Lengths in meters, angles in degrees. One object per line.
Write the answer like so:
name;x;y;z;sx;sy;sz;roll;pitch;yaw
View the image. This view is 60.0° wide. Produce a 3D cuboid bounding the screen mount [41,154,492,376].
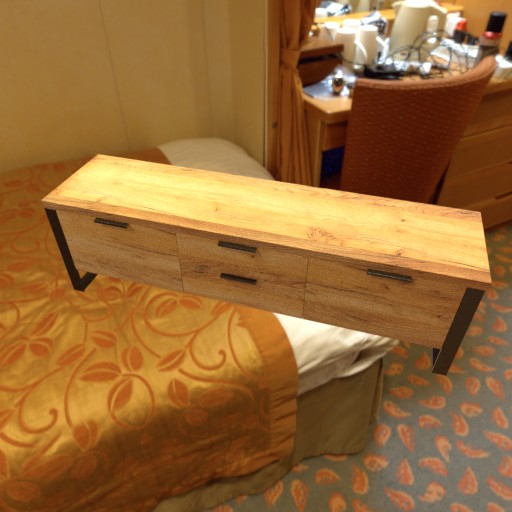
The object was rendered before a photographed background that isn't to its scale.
screen mount;0.000;0.000;1.719;1.524;0.450;0.395;11;41;13
